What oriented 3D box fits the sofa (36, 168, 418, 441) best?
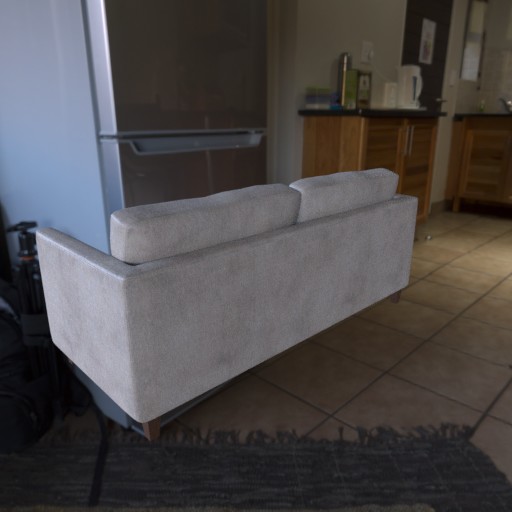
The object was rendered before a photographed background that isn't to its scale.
[{"bbox_3d":[0.000,0.000,2.686,2.208,0.965,0.951,-17,25,-41],"label":"sofa"}]
